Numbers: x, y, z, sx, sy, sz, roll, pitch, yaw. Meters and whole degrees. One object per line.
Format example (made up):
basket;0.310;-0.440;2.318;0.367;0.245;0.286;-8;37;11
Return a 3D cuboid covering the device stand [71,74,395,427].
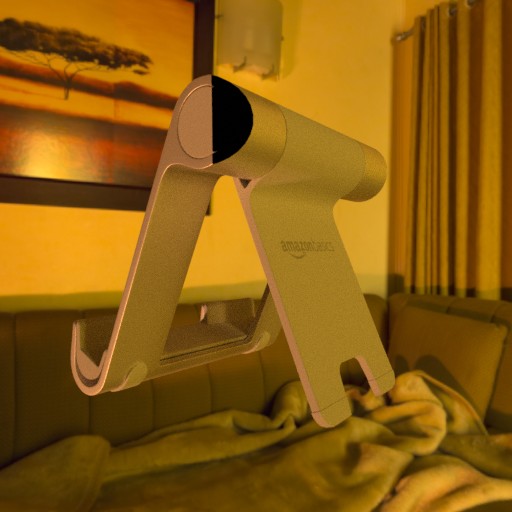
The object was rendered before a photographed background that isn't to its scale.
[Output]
device stand;0.000;0.000;0.147;0.079;0.084;0.086;0;1;38
